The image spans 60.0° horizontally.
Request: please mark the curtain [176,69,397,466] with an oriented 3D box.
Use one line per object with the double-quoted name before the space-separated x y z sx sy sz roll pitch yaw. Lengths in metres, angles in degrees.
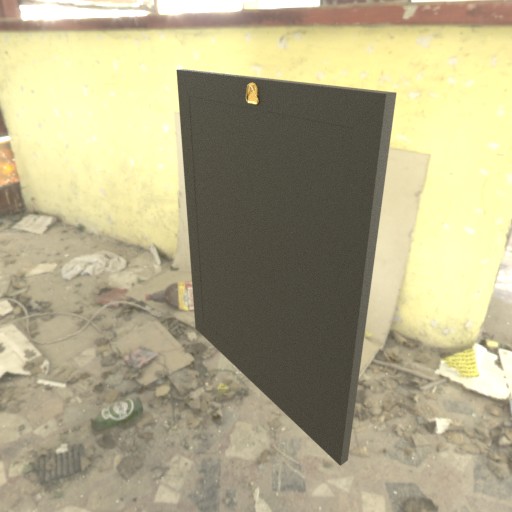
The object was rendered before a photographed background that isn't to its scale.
"curtain" 0.000 0.000 0.784 0.027 0.585 0.483 -18 32 -32
